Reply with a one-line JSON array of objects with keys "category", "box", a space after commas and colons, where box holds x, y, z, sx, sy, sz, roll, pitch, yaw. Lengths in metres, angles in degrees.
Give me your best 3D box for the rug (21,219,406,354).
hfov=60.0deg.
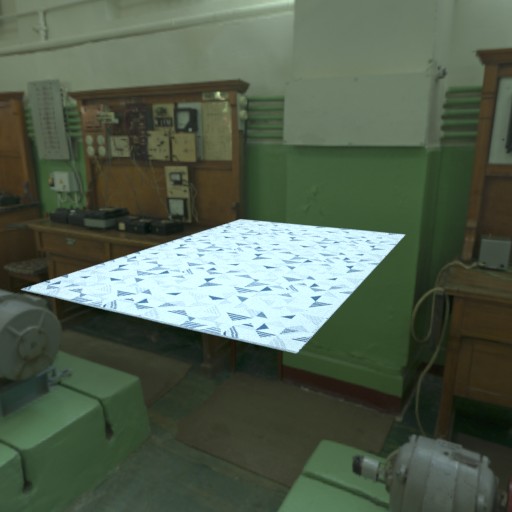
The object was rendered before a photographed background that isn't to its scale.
[{"category": "rug", "box": [0.000, 0.000, 2.313, 1.206, 0.003, 1.835, 8, 17, 26]}]
